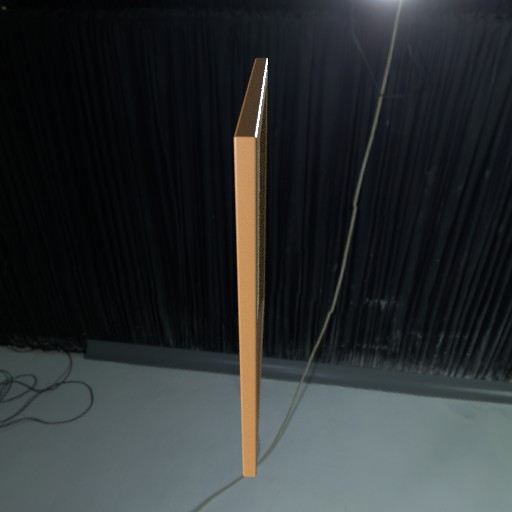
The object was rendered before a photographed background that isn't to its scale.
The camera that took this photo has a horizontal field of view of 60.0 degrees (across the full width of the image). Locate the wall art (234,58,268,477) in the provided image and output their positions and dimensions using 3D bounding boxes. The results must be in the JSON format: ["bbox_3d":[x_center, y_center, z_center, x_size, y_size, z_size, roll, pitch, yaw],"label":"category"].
[{"bbox_3d":[0.000,0.000,0.515,0.015,0.379,0.310,1,33,2],"label":"wall art"}]
